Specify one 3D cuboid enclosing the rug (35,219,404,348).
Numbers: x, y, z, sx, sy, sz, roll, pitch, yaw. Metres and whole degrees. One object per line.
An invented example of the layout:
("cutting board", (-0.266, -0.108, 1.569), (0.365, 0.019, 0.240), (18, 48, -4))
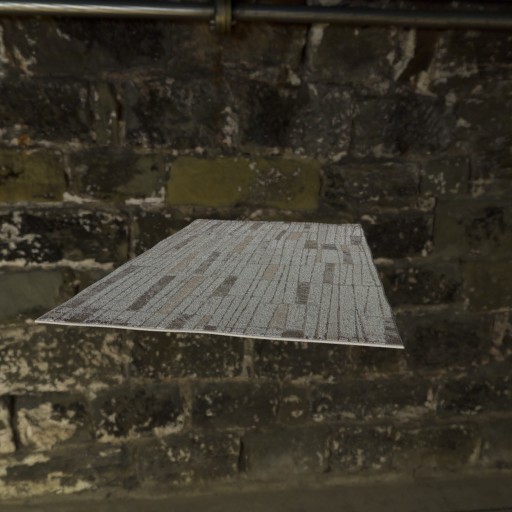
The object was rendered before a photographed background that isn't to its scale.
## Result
("rug", (0.000, 0.000, 2.938), (1.531, 0.023, 2.444), (2, 15, 9))
